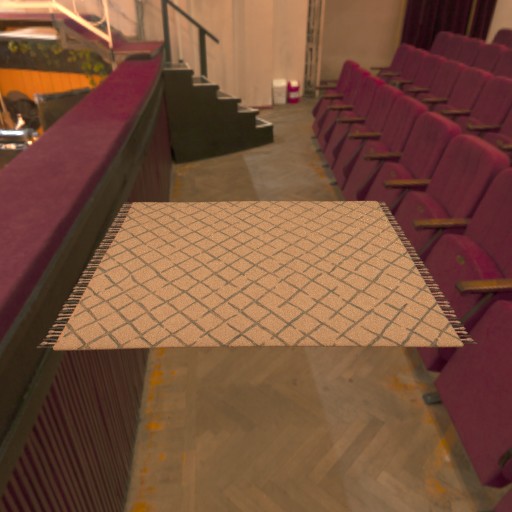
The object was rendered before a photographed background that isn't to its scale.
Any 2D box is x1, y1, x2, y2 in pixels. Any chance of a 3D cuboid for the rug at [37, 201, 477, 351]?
[{"bbox_3d":[0.000,0.000,4.820,3.585,0.036,2.892,0,31,-1],"label":"rug"}]
